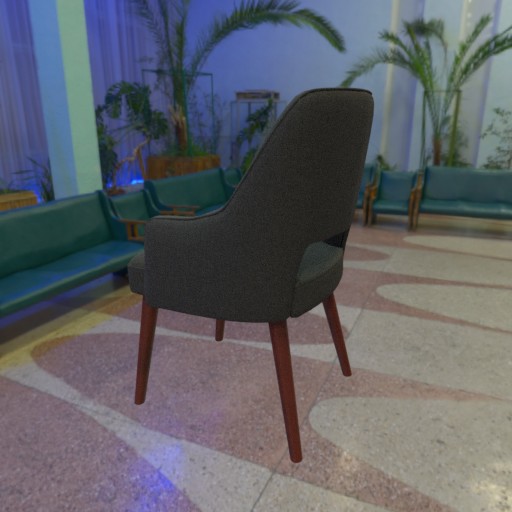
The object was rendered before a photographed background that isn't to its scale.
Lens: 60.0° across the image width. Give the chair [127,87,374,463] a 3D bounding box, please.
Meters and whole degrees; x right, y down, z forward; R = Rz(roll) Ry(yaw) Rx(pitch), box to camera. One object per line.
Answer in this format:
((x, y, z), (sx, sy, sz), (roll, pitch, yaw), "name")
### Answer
((0.000, 0.000, 1.209), (0.560, 0.838, 0.559), (9, 19, 26), "chair")
